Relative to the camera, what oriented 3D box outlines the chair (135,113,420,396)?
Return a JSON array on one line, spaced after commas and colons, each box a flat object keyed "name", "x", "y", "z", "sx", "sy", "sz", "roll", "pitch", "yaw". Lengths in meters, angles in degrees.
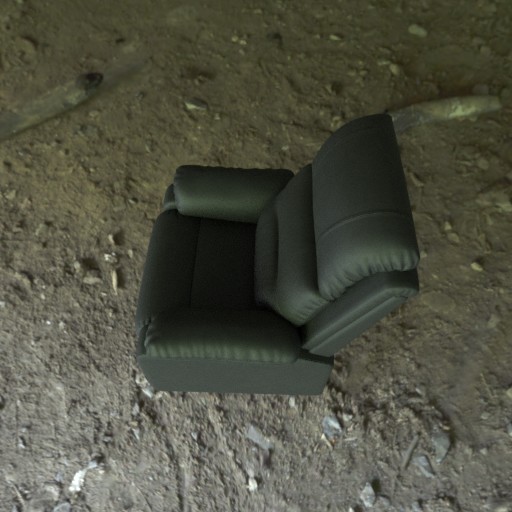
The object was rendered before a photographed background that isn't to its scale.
[{"name": "chair", "x": 0.000, "y": 0.000, "z": 1.690, "sx": 0.919, "sy": 0.992, "sz": 0.855, "roll": 1, "pitch": 57, "yaw": 1}]
